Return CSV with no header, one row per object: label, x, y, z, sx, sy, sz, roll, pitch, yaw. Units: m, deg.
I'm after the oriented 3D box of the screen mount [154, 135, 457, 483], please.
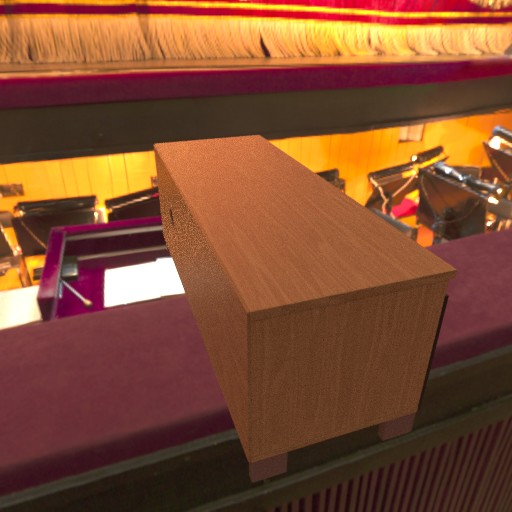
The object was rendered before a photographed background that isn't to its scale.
screen mount,0.000,0.000,1.307,0.406,0.432,1.084,-10,30,-17
